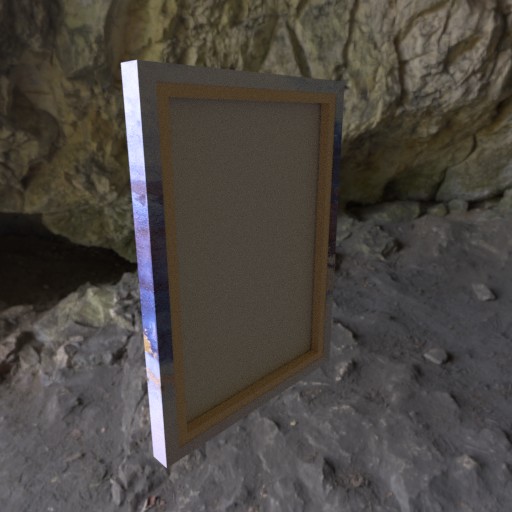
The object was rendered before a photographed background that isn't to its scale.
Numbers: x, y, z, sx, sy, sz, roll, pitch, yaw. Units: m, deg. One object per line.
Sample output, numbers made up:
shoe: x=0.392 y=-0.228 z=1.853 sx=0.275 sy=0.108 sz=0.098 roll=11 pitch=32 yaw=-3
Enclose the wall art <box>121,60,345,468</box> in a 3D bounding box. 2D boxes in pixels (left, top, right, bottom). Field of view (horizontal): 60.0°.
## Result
wall art: x=0.000 y=0.000 z=0.761 sx=0.036 sy=0.581 sz=0.437 roll=16 pitch=23 yaw=41
